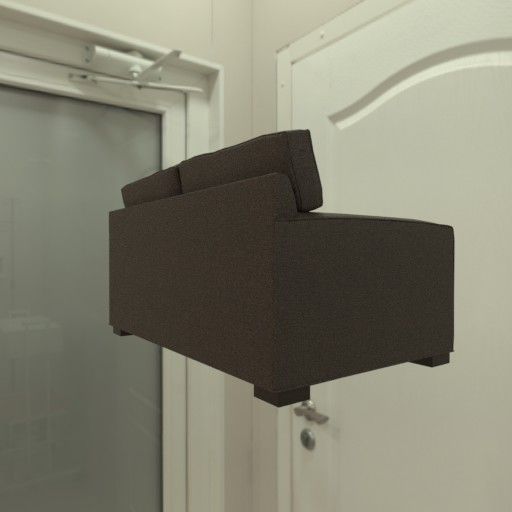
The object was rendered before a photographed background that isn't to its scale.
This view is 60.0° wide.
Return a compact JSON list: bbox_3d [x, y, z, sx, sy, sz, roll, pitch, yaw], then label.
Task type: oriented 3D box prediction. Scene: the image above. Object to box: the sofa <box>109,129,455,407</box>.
[{"bbox_3d":[0.000,0.000,2.192,0.974,0.887,1.534,0,1,-36],"label":"sofa"}]
